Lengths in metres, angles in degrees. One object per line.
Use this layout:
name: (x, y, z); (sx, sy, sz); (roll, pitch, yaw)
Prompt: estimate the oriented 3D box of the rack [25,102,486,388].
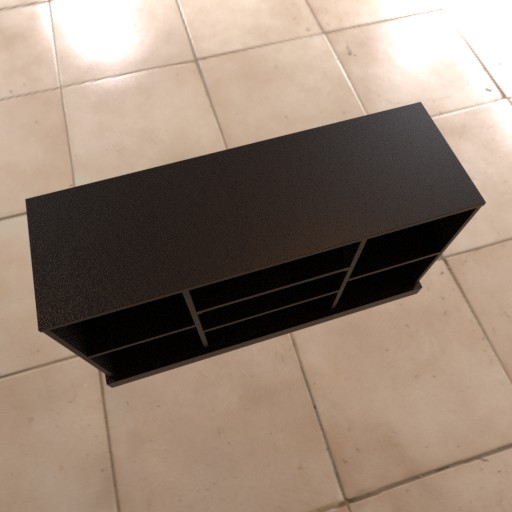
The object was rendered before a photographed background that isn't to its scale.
rack: (0.000, 0.000, 1.469); (1.206, 0.635, 0.399); (-16, 65, -8)
